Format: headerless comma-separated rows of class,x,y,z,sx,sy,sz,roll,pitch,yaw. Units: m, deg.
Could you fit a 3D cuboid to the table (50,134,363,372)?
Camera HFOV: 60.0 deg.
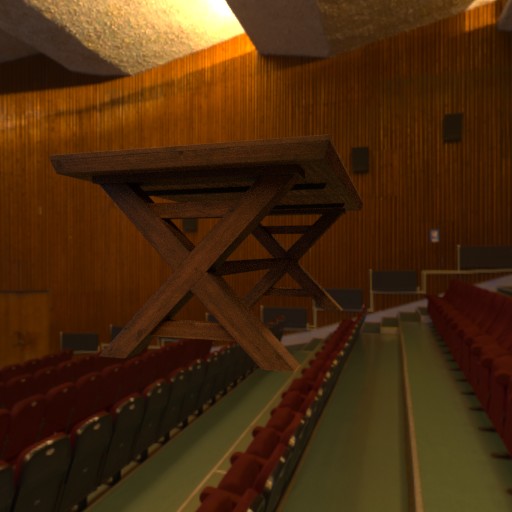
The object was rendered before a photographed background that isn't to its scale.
table,0.000,0.000,2.500,1.071,0.793,1.966,0,1,17
